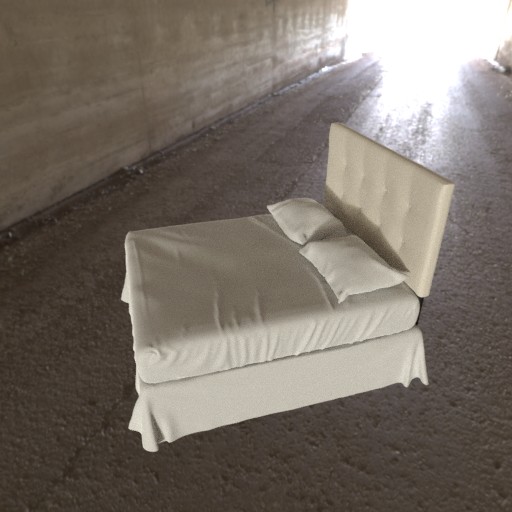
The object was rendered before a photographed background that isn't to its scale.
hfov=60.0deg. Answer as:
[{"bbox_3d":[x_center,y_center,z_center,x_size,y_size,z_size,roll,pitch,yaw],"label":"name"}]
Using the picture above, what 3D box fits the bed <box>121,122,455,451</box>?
[{"bbox_3d":[0.000,0.000,3.479,2.222,1.577,1.936,-8,31,-14],"label":"bed"}]
